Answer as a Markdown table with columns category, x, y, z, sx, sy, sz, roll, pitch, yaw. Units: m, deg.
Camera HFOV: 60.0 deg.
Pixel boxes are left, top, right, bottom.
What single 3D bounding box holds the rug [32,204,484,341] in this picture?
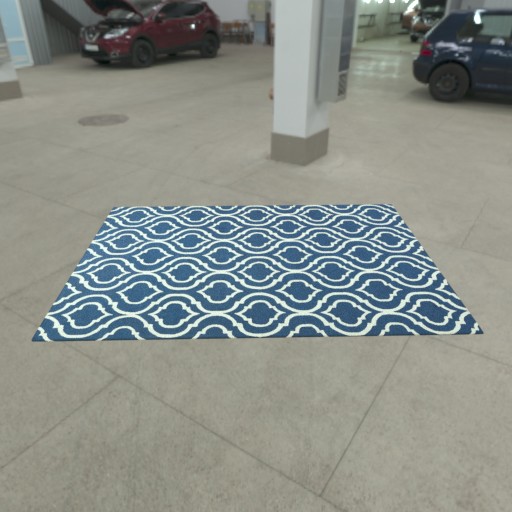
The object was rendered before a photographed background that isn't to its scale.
| category | x | y | z | sx | sy | sz | roll | pitch | yaw |
| --- | --- | --- | --- | --- | --- | --- | --- | --- | --- |
| rug | 0.000 | 0.000 | 2.741 | 2.134 | 0.010 | 1.524 | -1 | 30 | -1 |
